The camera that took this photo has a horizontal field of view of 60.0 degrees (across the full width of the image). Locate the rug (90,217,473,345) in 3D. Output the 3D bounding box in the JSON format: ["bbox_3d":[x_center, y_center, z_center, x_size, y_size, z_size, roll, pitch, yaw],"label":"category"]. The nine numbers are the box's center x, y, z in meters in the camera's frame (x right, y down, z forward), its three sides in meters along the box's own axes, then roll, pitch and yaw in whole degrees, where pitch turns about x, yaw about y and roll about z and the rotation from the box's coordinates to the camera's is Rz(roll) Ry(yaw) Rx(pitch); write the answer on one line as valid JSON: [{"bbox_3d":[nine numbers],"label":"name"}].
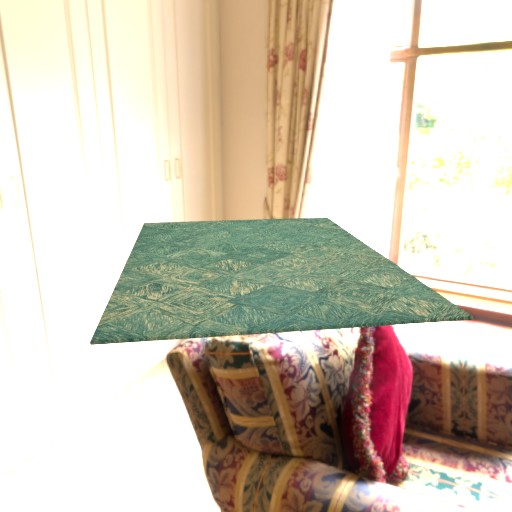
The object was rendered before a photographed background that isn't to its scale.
[{"bbox_3d":[0.000,0.000,4.245,2.405,0.027,3.217,-2,17,-8],"label":"rug"}]
